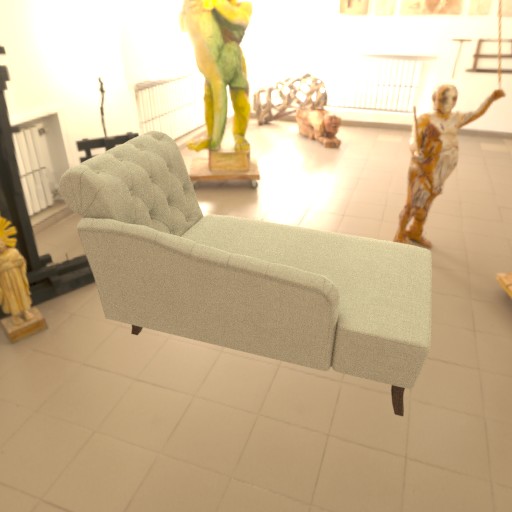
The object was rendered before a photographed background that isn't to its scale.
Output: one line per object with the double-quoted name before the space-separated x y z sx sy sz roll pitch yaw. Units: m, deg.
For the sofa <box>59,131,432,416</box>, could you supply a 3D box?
"sofa" 0.000 0.000 1.826 1.379 0.787 0.675 10 32 16
